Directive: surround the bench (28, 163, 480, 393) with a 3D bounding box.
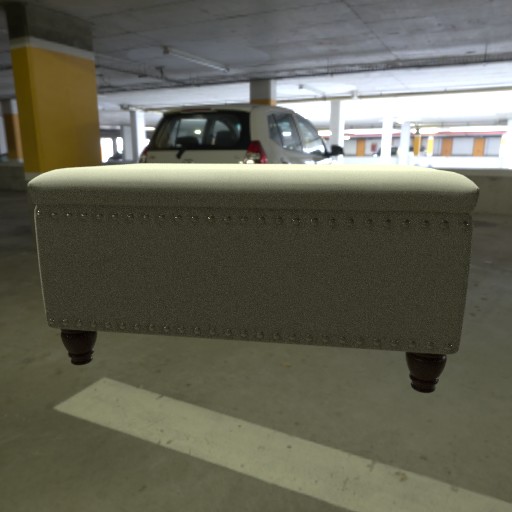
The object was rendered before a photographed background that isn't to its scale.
[{"bbox_3d":[0.000,0.000,1.129,0.887,0.449,0.500,2,13,9],"label":"bench"}]
